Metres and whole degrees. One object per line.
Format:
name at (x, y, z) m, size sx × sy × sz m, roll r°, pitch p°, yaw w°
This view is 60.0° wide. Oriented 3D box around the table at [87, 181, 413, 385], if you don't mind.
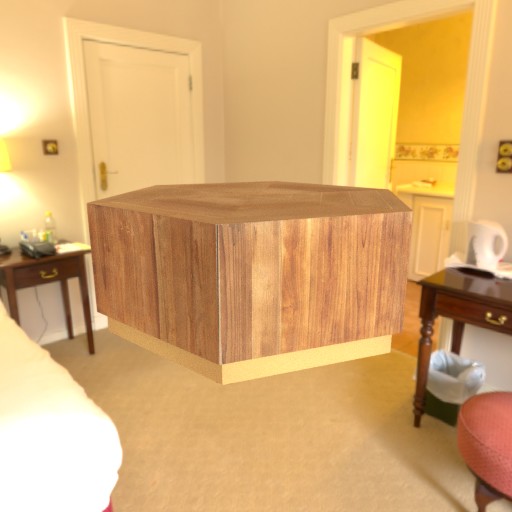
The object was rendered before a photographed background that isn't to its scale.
table at (0.000, 0.000, 1.666) m, size 1.000 × 0.456 × 1.154 m, roll 2°, pitch 15°, yaw 9°
